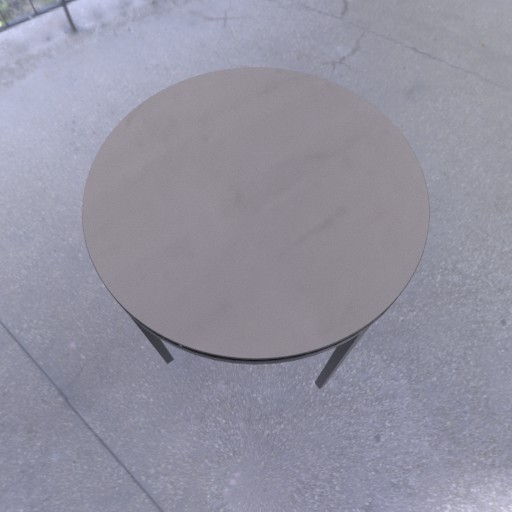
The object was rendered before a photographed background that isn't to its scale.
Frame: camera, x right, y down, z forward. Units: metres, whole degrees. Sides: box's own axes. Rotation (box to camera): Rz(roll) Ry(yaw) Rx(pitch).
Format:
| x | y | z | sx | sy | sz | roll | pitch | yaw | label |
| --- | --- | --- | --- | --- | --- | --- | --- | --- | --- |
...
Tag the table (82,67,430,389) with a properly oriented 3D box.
| x | y | z | sx | sy | sz | roll | pitch | yaw | label |
| --- | --- | --- | --- | --- | --- | --- | --- | --- | --- |
| 0.000 | 0.000 | 0.842 | 0.499 | 0.443 | 0.499 | 0 | 64 | 0 | table |
